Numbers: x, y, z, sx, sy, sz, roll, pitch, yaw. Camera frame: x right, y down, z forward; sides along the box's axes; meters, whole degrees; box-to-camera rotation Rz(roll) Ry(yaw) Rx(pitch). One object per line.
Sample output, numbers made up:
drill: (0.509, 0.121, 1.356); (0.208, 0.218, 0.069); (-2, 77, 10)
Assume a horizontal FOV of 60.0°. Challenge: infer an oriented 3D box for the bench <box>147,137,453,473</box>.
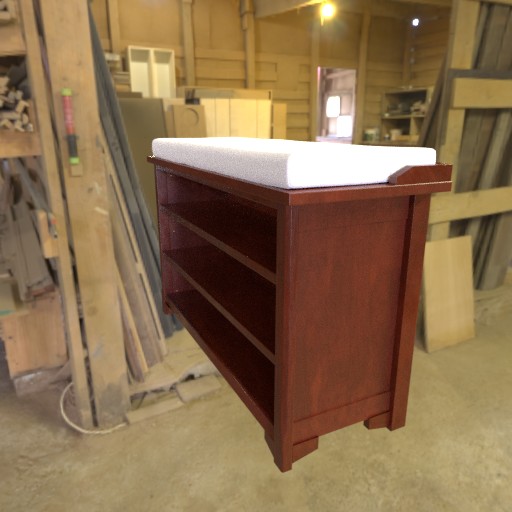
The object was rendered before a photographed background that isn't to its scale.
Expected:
bench: (0.000, 0.000, 1.288); (0.369, 0.646, 0.987); (-8, 18, -25)
